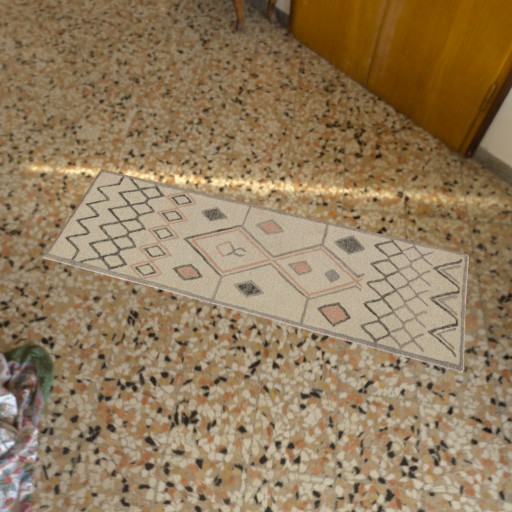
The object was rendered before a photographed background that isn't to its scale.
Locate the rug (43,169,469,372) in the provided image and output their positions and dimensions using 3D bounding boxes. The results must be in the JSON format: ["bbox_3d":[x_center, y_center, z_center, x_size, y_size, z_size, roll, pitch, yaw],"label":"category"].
[{"bbox_3d":[0.000,0.000,2.649,2.435,0.011,0.750,14,58,9],"label":"rug"}]
